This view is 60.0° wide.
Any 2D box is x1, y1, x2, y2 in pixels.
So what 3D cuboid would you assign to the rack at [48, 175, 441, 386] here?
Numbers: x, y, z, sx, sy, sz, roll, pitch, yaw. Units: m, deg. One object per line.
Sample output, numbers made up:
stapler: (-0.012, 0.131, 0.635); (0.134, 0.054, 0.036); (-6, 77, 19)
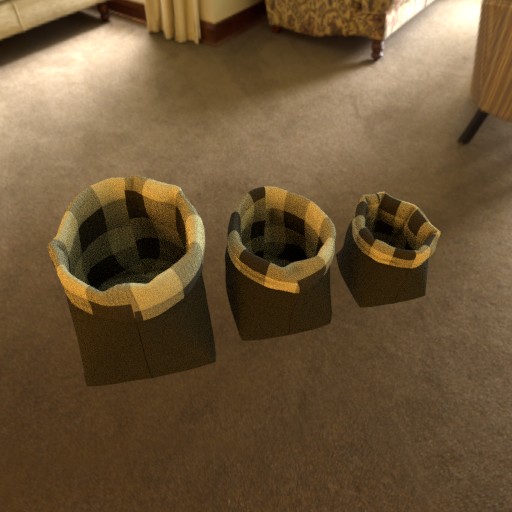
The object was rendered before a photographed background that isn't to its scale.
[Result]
rack: (0.000, 0.000, 1.070); (0.889, 0.329, 0.370); (-10, 48, -9)
